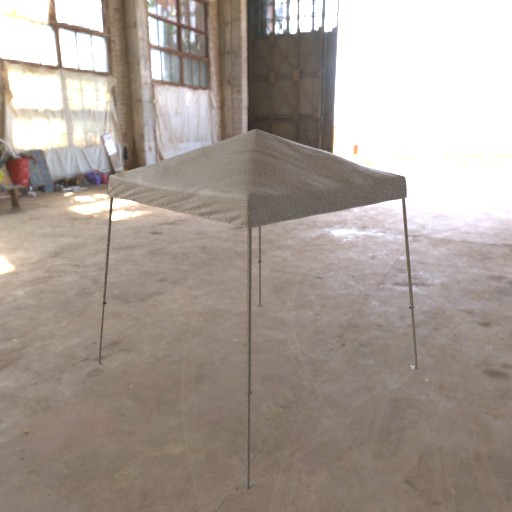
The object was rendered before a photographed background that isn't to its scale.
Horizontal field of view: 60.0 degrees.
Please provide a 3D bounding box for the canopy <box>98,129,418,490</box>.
[{"bbox_3d":[0.000,0.000,5.177,2.848,2.849,2.849,-14,21,-41],"label":"canopy"}]
